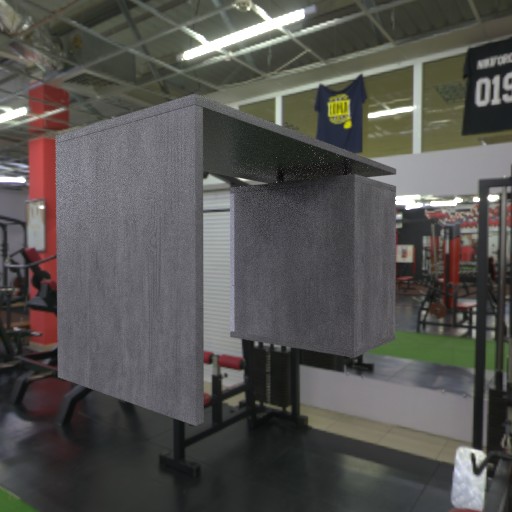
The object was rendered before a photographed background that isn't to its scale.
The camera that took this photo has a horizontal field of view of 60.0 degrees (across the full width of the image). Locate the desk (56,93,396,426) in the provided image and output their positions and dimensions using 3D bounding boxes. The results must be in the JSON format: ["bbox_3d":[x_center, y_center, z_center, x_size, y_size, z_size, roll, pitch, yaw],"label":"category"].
[{"bbox_3d":[0.000,0.000,1.635,0.600,0.740,1.200,1,2,38],"label":"desk"}]
